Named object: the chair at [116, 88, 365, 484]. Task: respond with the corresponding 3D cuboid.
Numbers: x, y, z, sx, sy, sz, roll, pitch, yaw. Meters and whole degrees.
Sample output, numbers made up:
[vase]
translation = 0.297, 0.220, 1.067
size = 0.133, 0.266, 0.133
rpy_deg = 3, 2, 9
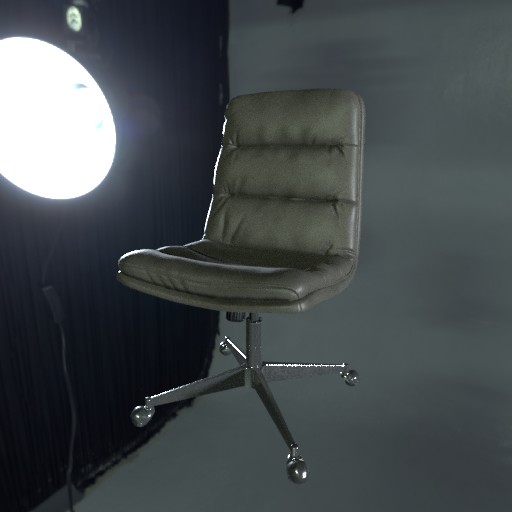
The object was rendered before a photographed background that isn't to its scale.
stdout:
[chair]
translation = 0.000, 0.000, 0.994
size = 0.422, 0.738, 0.485
rpy_deg = 7, 16, 25
